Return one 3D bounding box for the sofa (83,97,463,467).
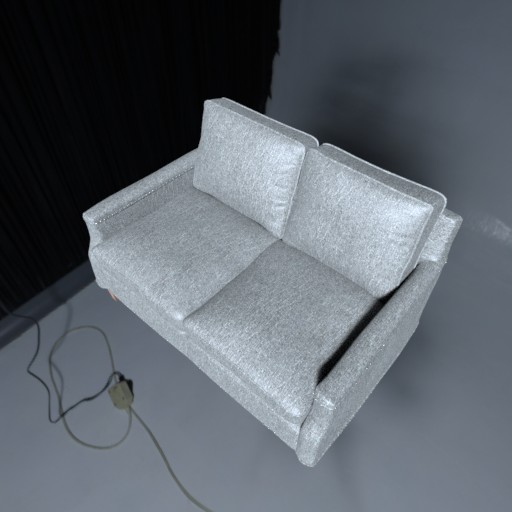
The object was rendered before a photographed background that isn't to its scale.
[{"bbox_3d":[0.000,0.000,2.268,1.597,1.003,1.084,33,55,27],"label":"sofa"}]
